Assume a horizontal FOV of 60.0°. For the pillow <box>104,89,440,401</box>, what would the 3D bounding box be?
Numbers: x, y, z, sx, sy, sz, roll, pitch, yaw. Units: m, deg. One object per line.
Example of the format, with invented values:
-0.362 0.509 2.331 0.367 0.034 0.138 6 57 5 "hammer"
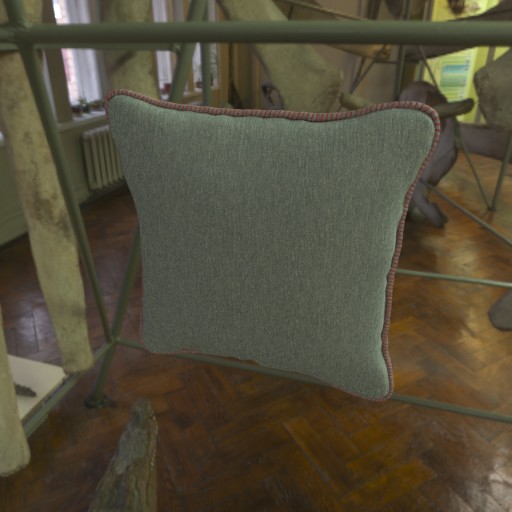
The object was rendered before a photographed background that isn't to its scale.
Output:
0.000 0.000 0.711 0.482 0.491 0.124 8 28 15 "pillow"
